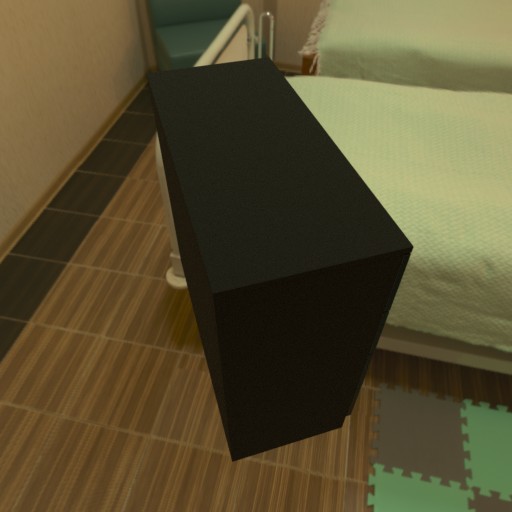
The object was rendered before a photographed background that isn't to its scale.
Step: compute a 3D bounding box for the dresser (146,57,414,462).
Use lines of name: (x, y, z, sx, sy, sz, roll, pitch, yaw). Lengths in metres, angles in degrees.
dresser: (0.000, 0.000, 1.191, 0.360, 0.720, 0.750, -13, 48, -11)
